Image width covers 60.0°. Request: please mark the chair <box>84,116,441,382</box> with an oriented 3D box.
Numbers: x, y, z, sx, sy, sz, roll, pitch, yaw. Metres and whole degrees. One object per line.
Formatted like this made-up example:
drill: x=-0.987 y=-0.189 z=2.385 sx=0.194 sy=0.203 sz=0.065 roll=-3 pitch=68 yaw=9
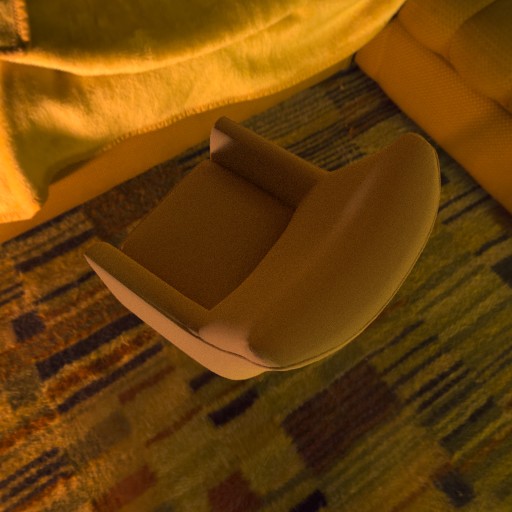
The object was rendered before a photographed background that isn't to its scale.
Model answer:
chair: x=0.000 y=0.000 z=1.528 sx=0.879 sy=0.916 sz=0.756 roll=33 pitch=68 yaw=15
